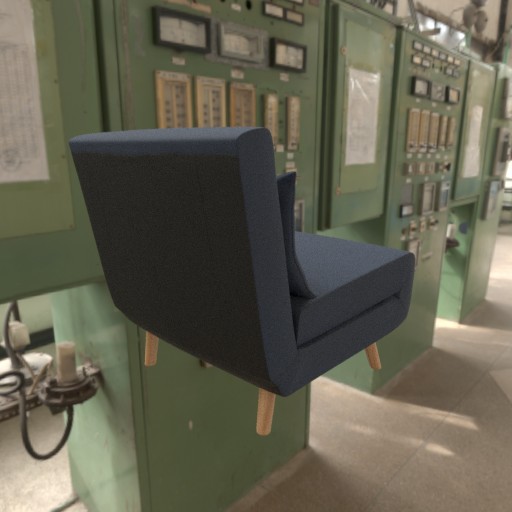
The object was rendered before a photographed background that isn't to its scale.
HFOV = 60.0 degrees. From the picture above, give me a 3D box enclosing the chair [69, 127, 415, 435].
[{"bbox_3d":[0.000,0.000,1.496,0.770,0.808,0.900,13,19,42],"label":"chair"}]
